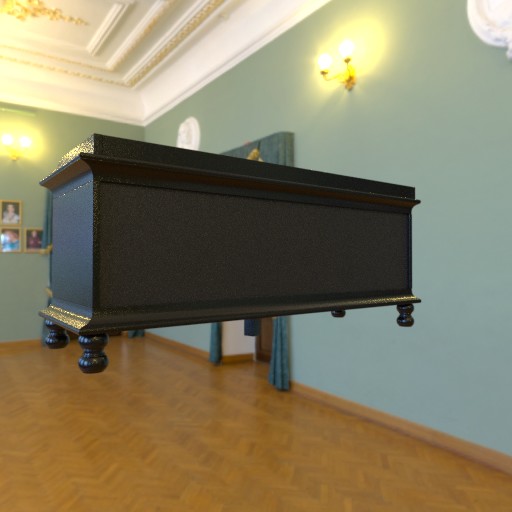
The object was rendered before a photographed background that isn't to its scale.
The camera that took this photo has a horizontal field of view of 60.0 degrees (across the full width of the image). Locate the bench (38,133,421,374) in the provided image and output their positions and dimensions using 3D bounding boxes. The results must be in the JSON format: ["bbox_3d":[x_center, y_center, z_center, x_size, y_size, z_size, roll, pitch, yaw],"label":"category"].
[{"bbox_3d":[0.000,0.000,1.405,1.185,0.501,0.402,0,-1,-37],"label":"bench"}]
